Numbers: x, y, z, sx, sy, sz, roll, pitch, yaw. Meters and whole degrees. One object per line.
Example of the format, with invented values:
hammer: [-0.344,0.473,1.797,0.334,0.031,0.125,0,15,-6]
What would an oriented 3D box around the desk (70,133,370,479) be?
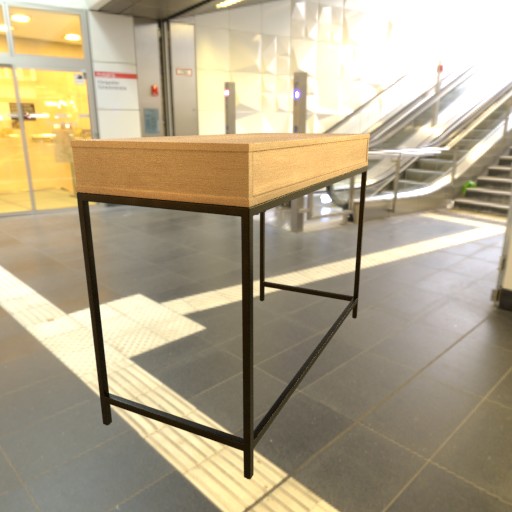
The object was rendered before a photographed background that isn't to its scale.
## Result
desk: [0.000,0.000,1.459,0.470,0.762,1.016,8,18,25]
